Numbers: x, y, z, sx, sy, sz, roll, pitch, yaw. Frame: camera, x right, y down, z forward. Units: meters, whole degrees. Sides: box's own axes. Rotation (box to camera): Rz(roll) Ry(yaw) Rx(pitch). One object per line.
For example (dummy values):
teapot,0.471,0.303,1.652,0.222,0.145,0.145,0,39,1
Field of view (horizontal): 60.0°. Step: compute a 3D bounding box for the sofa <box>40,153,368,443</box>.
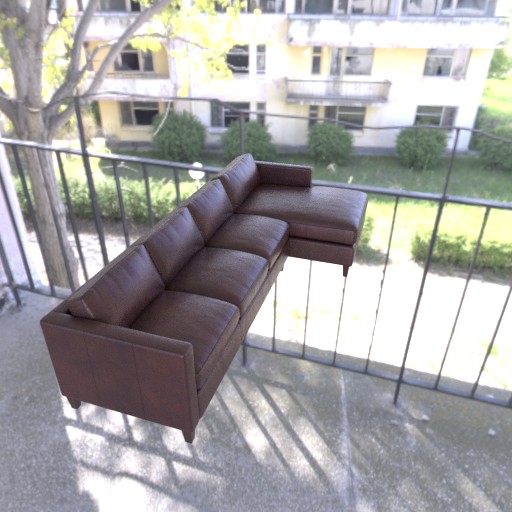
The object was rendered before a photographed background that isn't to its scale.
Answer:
sofa,0.000,0.000,3.790,1.581,0.883,3.203,9,31,16
